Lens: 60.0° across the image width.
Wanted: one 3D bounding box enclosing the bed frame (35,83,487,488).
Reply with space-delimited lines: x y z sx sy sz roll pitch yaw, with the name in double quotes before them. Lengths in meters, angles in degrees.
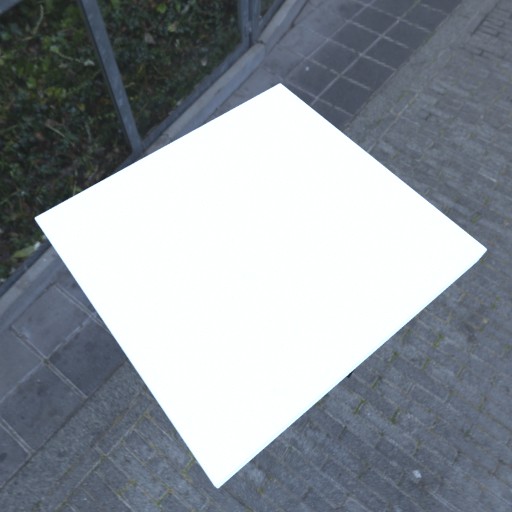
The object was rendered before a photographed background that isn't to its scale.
"bed frame" 0.000 0.000 2.970 2.032 0.559 1.930 -35 66 -18
